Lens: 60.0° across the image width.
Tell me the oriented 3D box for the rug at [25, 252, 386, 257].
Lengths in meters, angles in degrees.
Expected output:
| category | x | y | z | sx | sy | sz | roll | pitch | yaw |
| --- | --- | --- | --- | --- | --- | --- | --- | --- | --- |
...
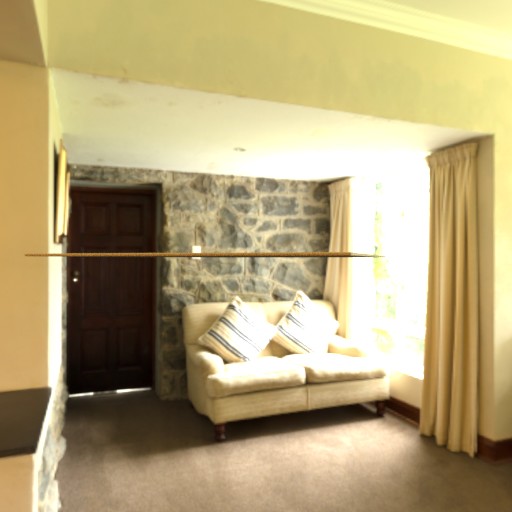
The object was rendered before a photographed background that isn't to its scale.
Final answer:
| category | x | y | z | sx | sy | sz | roll | pitch | yaw |
| --- | --- | --- | --- | --- | --- | --- | --- | --- | --- |
| rug | 0.000 | 0.000 | 2.332 | 1.219 | 0.010 | 1.829 | 0 | 0 | 19 |
